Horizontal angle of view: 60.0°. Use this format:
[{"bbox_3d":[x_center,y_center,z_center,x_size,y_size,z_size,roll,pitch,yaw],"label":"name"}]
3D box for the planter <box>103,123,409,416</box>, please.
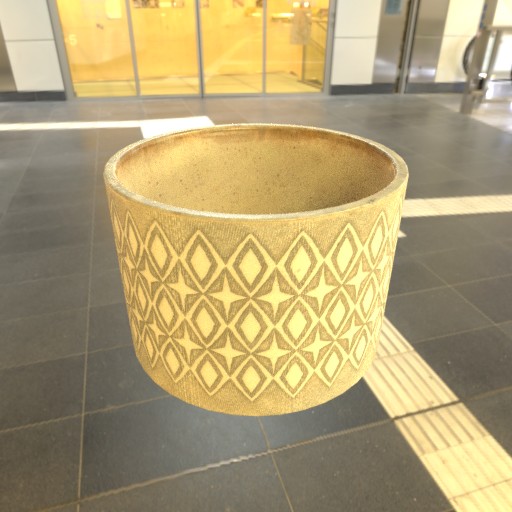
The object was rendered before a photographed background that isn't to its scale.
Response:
[{"bbox_3d":[0.000,0.000,0.317,0.186,0.144,0.186,0,30,0],"label":"planter"}]
